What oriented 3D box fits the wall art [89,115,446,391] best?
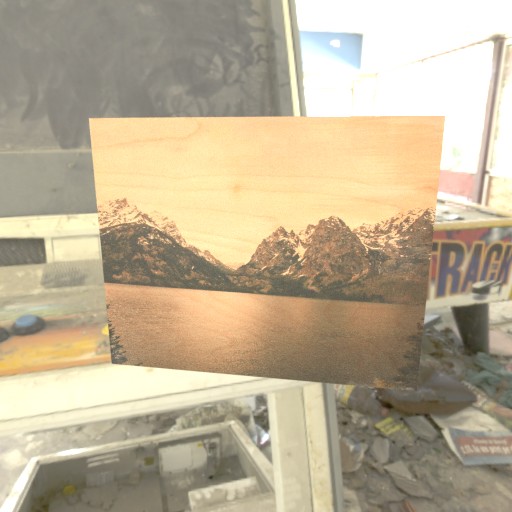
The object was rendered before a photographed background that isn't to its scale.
[{"bbox_3d":[0.000,0.000,0.681,0.508,0.408,0.010,3,15,9],"label":"wall art"}]
